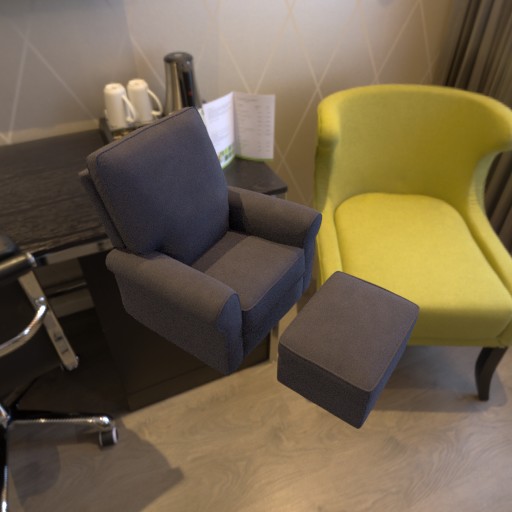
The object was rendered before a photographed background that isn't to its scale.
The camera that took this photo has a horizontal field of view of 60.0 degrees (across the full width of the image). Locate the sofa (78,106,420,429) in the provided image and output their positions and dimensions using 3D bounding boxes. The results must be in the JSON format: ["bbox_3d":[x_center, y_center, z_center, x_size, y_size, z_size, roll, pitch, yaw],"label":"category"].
[{"bbox_3d":[0.000,0.000,2.081,1.478,0.959,0.880,25,47,26],"label":"sofa"}]
